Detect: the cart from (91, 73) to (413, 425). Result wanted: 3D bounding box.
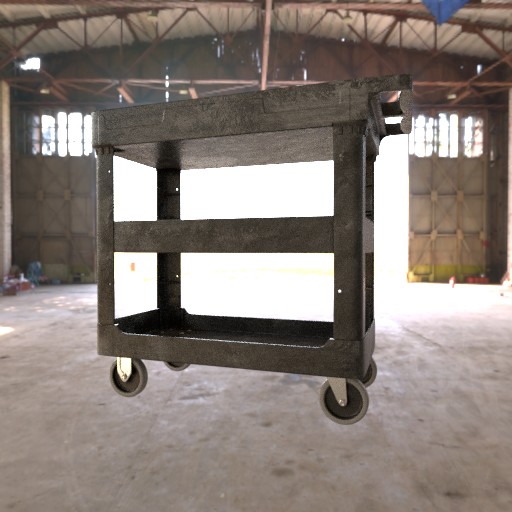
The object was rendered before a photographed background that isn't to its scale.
[{"bbox_3d":[0.000,0.000,1.323,0.877,0.824,0.420,0,1,19],"label":"cart"}]
